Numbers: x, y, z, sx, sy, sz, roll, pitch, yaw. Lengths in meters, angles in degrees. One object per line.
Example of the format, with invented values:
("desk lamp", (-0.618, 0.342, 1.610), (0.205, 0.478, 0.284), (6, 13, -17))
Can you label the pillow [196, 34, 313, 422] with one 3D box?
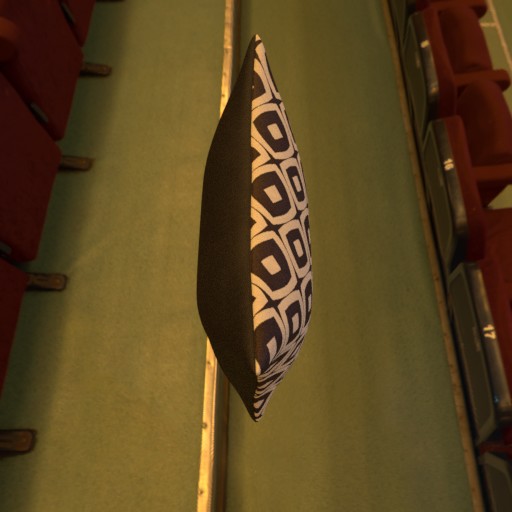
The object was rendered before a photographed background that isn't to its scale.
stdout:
("pillow", (0.000, 0.000, 0.778), (0.188, 0.494, 0.504), (0, 64, 0))
